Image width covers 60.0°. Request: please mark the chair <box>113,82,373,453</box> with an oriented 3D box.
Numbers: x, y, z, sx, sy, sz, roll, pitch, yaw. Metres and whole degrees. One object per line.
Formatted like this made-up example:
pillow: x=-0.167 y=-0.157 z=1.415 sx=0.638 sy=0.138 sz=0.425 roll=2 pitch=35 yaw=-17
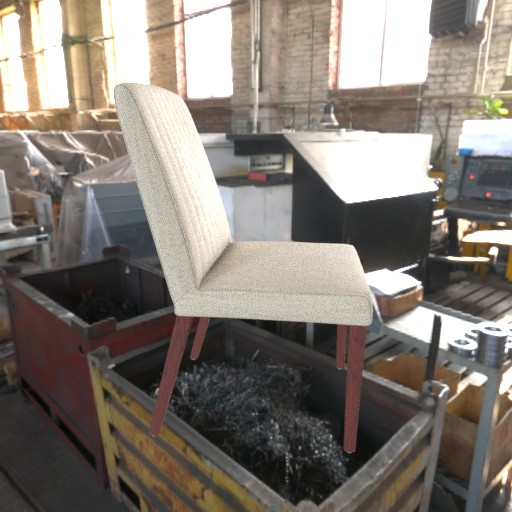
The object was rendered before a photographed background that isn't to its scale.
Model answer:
chair: x=0.000 y=0.000 z=1.240 sx=0.594 sy=0.900 sz=0.480 roll=2 pitch=16 yaw=7
